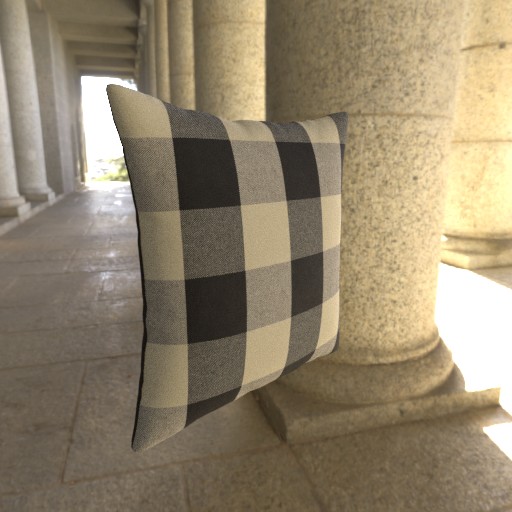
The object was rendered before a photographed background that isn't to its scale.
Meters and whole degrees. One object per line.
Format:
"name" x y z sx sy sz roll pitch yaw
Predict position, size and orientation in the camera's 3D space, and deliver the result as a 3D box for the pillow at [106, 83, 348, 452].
"pillow" 0.000 0.000 0.765 0.161 0.509 0.511 12 18 44
